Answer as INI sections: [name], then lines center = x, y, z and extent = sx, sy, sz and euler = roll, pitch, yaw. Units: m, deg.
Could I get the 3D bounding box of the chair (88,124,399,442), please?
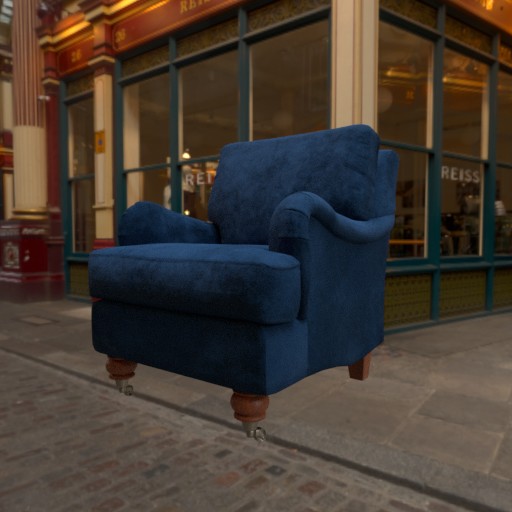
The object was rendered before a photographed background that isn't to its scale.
[chair]
center = 0.000, 0.000, 1.839
extent = 0.895, 1.076, 1.078
euler = 2, 4, 36
